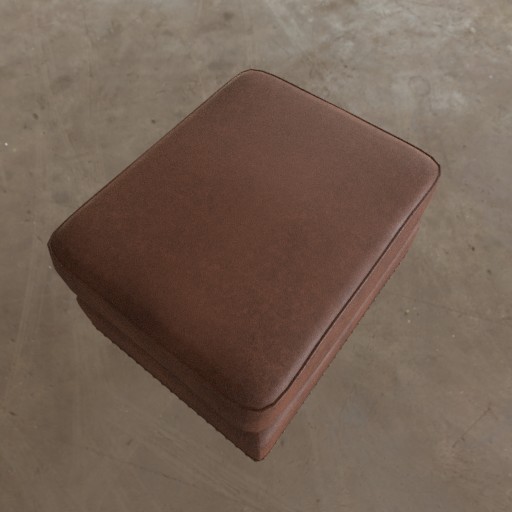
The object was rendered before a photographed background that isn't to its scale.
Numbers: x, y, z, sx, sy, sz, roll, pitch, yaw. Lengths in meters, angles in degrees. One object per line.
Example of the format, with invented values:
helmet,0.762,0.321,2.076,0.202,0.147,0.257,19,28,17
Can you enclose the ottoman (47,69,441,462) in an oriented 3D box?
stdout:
ottoman,0.000,0.000,1.116,0.589,0.537,0.738,34,66,17
